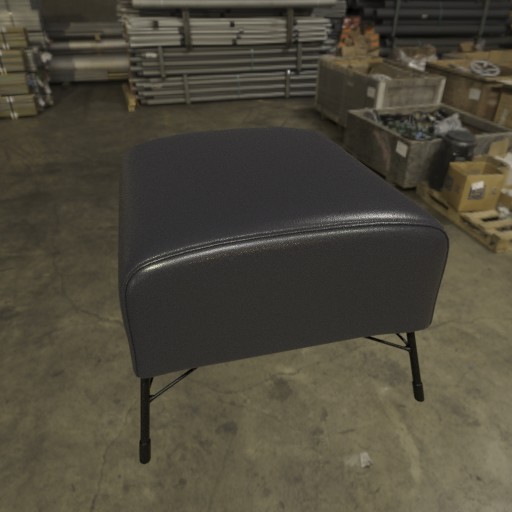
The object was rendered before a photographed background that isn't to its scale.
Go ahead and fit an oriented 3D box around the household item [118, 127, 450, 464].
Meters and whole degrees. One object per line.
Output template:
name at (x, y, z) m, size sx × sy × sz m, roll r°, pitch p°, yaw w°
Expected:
household item at (0.000, 0.000, 0.894) m, size 0.530 × 0.410 × 0.530 m, roll -8°, pitch 32°, yaw -12°
